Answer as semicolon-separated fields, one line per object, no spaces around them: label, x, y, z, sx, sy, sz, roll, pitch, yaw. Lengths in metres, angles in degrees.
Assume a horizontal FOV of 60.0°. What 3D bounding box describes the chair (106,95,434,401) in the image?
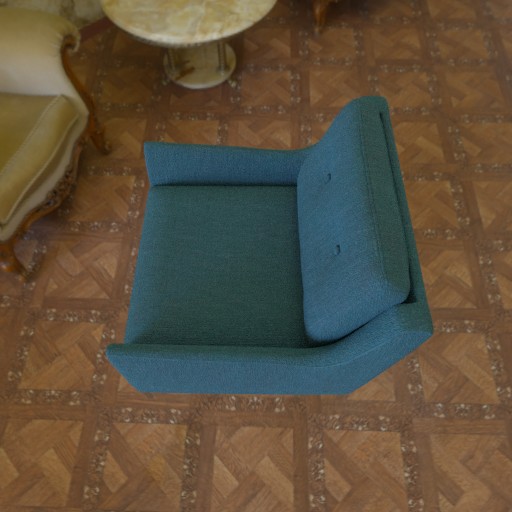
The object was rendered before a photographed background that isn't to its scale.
chair;0.000;0.000;1.533;0.849;0.828;0.847;0;60;0
